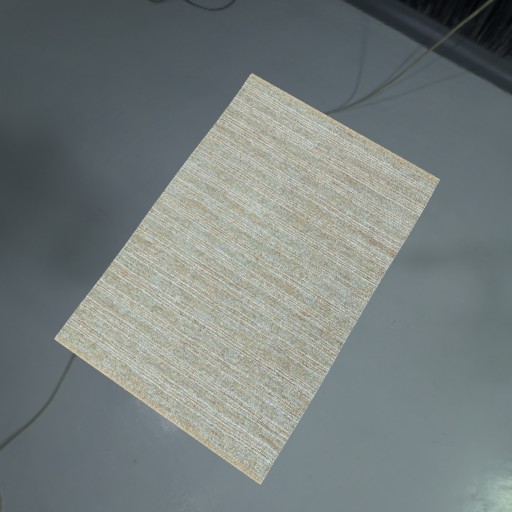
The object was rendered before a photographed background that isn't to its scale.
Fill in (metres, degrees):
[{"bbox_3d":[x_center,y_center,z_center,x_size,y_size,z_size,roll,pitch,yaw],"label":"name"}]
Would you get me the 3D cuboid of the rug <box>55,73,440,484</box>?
[{"bbox_3d":[0.000,0.000,2.333,1.240,0.010,1.824,32,78,7],"label":"rug"}]
